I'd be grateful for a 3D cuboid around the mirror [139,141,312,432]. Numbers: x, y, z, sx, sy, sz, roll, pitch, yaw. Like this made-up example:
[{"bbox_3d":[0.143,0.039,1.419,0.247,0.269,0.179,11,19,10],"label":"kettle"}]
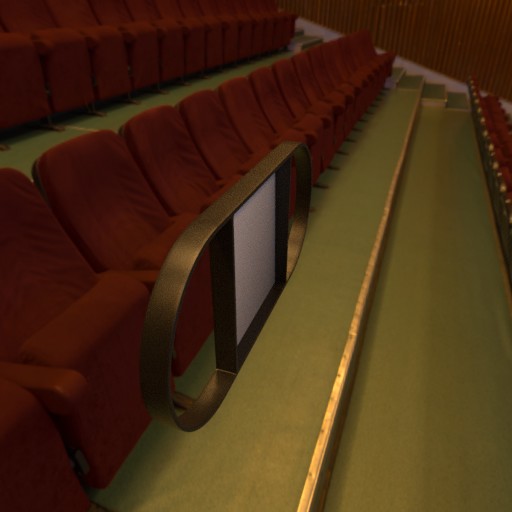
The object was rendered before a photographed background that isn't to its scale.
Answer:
[{"bbox_3d":[0.000,0.000,0.670,0.032,0.254,0.584,10,31,17],"label":"mirror"}]
